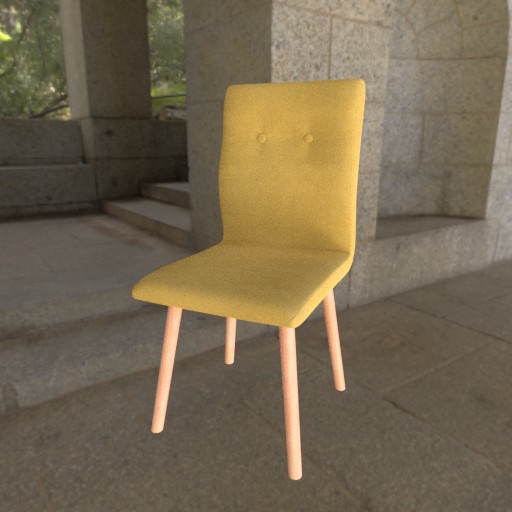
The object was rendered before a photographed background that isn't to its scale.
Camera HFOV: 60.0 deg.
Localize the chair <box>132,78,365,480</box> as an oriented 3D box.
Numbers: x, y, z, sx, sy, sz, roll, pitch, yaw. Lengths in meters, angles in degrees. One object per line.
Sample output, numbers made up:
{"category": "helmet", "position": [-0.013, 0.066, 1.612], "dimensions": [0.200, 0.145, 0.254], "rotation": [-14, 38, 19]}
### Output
{"category": "chair", "position": [0.000, 0.000, 1.243], "dimensions": [0.450, 0.965, 0.550], "rotation": [7, 17, 24]}
